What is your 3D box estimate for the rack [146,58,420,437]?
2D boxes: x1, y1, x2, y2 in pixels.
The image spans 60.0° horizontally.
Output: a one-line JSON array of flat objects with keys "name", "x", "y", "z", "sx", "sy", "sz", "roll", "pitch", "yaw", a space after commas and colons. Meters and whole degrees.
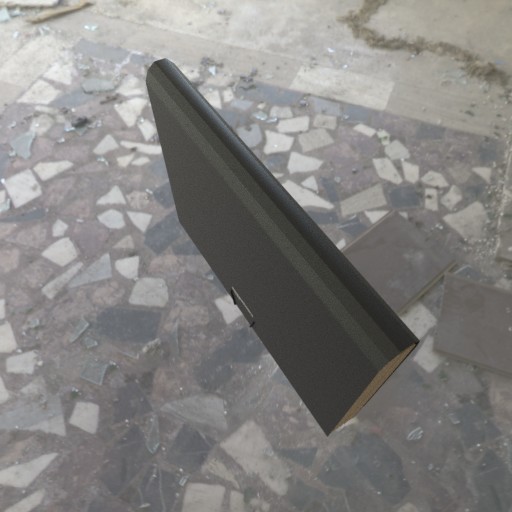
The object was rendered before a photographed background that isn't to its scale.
[{"name": "rack", "x": 0.000, "y": 0.000, "z": 0.439, "sx": 0.041, "sy": 0.241, "sz": 0.330, "roll": -29, "pitch": 63, "yaw": -17}]
